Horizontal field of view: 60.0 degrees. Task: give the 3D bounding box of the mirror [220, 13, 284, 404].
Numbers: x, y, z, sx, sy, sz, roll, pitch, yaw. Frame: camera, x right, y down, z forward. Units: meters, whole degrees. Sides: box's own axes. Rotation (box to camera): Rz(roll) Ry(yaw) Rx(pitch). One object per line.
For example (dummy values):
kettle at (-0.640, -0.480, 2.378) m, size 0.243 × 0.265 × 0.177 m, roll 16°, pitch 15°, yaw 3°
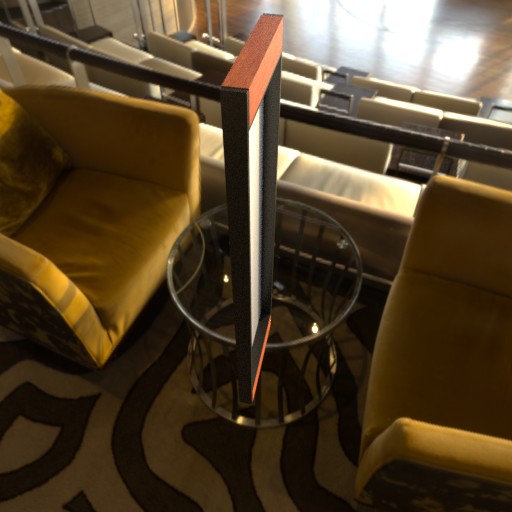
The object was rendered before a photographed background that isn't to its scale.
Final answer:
mirror at (0.000, 0.000, 1.219) m, size 0.047 × 1.123 × 0.343 m, roll 9°, pitch 48°, yaw 8°
